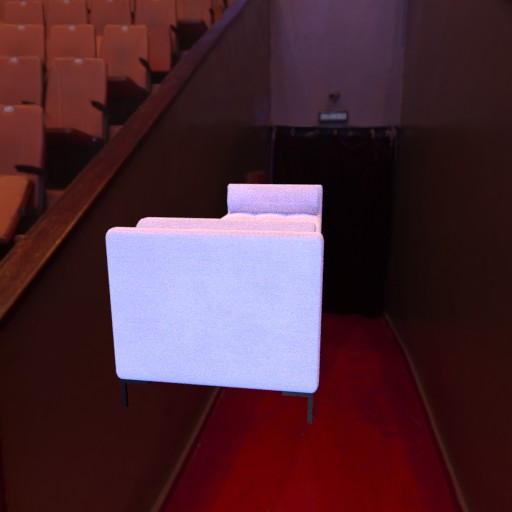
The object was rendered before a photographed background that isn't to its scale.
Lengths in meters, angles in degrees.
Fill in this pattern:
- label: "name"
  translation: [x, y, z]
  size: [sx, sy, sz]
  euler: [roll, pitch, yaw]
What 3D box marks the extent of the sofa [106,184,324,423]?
- label: "sofa"
  translation: [0.000, 0.000, 2.363]
  size: [0.686, 0.635, 1.981]
  euler: [2, 14, 8]
